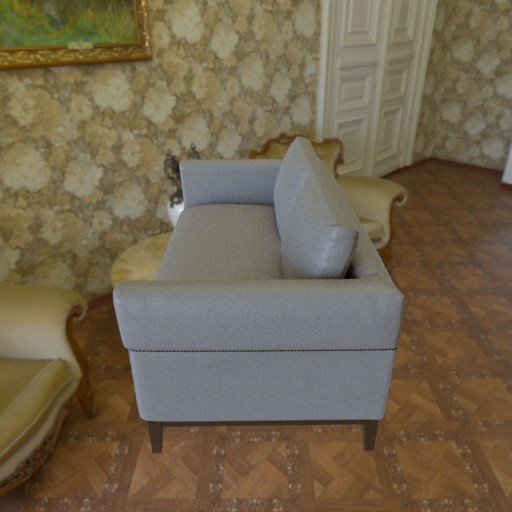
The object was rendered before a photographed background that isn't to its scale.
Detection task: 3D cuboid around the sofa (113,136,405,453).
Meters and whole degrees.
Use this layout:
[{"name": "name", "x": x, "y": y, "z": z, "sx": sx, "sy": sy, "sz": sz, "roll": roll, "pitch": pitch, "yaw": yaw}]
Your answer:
[{"name": "sofa", "x": 0.000, "y": 0.000, "z": 2.144, "sx": 0.899, "sy": 0.873, "sz": 1.598, "roll": 0, "pitch": 27, "yaw": -1}]
